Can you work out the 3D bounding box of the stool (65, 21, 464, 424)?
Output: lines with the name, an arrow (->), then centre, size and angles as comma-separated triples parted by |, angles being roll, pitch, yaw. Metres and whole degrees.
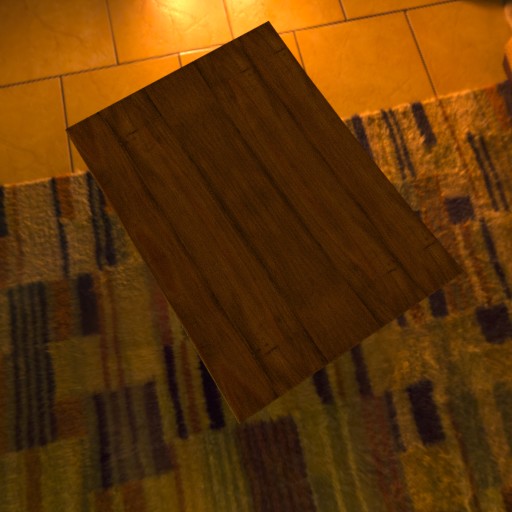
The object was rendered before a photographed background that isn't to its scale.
stool -> 0.000, 0.000, 0.906 | 0.405, 0.625, 0.486 | -32, 77, -8
